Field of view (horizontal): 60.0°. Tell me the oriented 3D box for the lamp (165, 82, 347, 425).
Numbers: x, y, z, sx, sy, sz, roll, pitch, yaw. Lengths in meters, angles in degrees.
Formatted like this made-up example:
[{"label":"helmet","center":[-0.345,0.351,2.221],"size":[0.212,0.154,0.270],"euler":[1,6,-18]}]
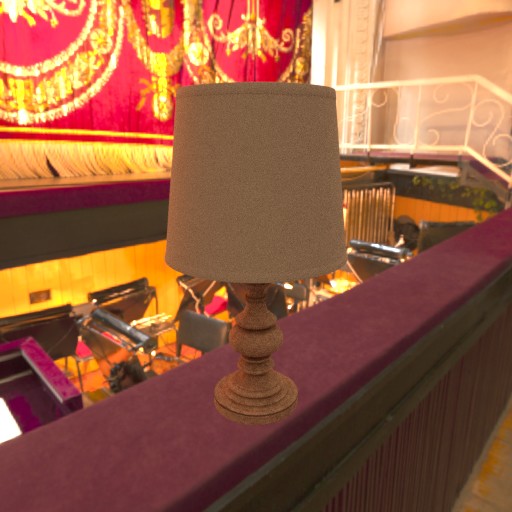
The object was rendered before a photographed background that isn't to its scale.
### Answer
[{"label":"lamp","center":[0.000,0.000,0.676],"size":[0.273,0.497,0.273],"euler":[0,15,0]}]
